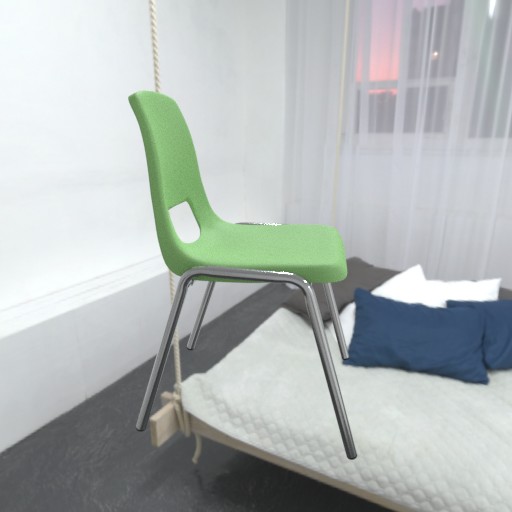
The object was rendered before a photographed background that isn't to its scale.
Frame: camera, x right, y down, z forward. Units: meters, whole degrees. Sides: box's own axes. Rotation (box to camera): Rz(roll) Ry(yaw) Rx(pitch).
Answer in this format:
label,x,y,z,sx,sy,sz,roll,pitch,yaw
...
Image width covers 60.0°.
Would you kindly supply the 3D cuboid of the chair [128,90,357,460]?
label,x,y,z,sx,sy,sz,roll,pitch,yaw
chair,0.000,0.000,0.928,0.436,0.653,0.381,3,17,9
